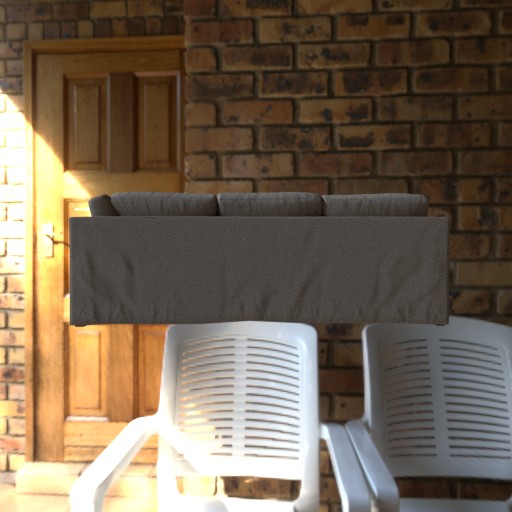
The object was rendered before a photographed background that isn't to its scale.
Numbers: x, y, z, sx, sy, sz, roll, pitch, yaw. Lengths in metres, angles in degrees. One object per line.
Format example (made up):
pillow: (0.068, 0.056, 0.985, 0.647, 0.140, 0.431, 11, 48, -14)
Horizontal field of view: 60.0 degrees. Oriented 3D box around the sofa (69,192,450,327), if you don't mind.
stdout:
sofa: (0.000, 0.000, 4.517, 2.427, 0.882, 3.460, 0, 0, -1)
